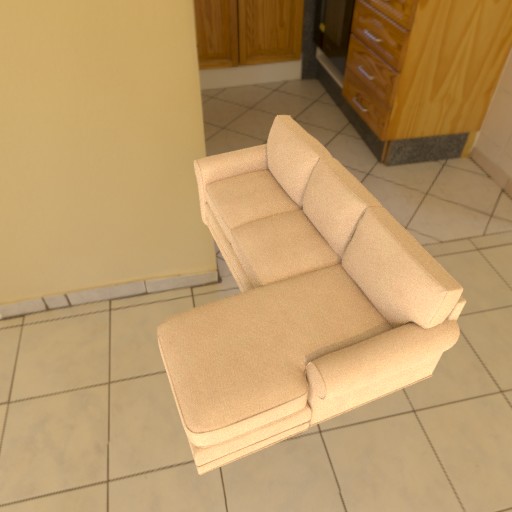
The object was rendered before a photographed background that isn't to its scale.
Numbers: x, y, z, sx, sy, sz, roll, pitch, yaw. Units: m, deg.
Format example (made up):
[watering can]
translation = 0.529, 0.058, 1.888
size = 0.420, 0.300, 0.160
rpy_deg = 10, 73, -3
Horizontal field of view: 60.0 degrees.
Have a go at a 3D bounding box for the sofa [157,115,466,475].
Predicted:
[sofa]
translation = 0.000, 0.000, 2.360
size = 1.226, 0.734, 1.770
rpy_deg = -16, 46, -16
